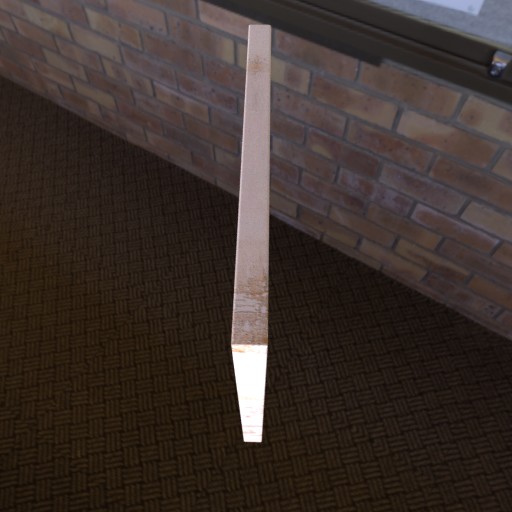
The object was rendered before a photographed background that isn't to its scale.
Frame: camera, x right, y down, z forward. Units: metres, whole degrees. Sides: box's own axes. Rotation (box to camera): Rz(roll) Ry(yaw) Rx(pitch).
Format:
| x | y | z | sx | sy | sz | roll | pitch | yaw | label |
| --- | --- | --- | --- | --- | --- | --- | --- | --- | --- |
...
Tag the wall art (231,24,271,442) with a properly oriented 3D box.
| x | y | z | sx | sy | sz | roll | pitch | yaw | label |
| --- | --- | --- | --- | --- | --- | --- | --- | --- | --- |
| 0.000 | 0.000 | 0.905 | 0.040 | 0.613 | 0.611 | 1 | 58 | 1 | wall art |
